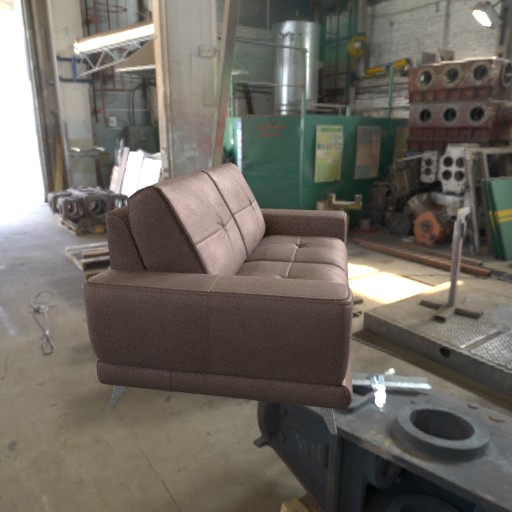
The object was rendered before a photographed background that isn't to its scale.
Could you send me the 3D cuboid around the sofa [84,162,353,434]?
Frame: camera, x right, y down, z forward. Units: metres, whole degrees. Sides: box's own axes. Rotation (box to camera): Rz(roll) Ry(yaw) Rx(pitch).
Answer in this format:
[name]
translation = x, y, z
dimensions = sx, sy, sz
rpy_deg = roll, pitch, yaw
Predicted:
[sofa]
translation = 0.000, 0.000, 2.409
dimensions = 1.018, 0.907, 1.806
rpy_deg = 3, 16, 10
